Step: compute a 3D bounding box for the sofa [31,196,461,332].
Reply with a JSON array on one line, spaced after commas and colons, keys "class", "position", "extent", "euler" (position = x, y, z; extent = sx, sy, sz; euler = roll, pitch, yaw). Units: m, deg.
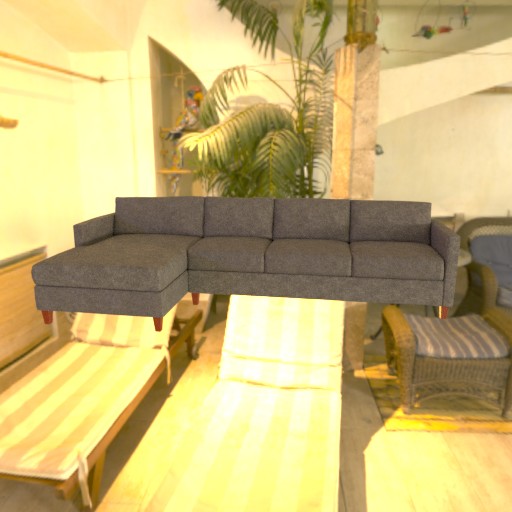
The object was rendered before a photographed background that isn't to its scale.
[{"class": "sofa", "position": [0.000, 0.000, 4.084], "extent": [3.471, 0.954, 1.606], "euler": [2, 14, 9]}]
